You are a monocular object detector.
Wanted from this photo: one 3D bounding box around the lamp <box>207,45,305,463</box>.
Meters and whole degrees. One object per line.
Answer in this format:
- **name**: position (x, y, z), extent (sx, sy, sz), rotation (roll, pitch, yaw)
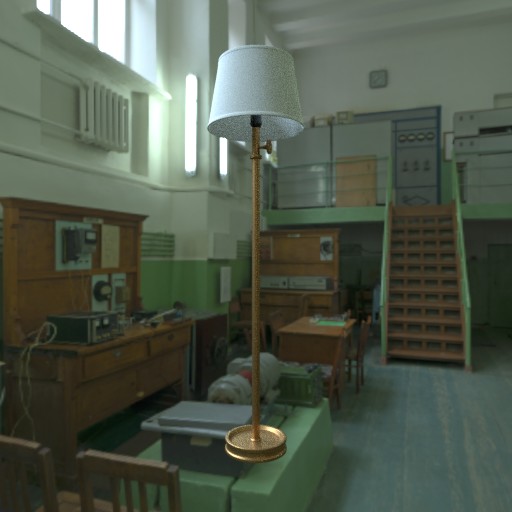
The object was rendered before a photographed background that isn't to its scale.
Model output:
- **lamp**: position (0.000, 0.000, 0.815), extent (0.178, 0.710, 0.178), rotation (0, 0, 0)
